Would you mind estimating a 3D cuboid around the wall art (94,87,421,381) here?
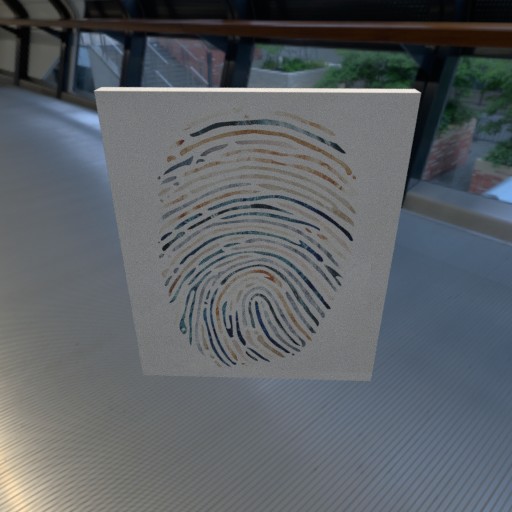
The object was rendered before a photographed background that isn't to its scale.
[{"bbox_3d":[0.000,0.000,0.852,0.508,0.606,0.037,1,30,2],"label":"wall art"}]
